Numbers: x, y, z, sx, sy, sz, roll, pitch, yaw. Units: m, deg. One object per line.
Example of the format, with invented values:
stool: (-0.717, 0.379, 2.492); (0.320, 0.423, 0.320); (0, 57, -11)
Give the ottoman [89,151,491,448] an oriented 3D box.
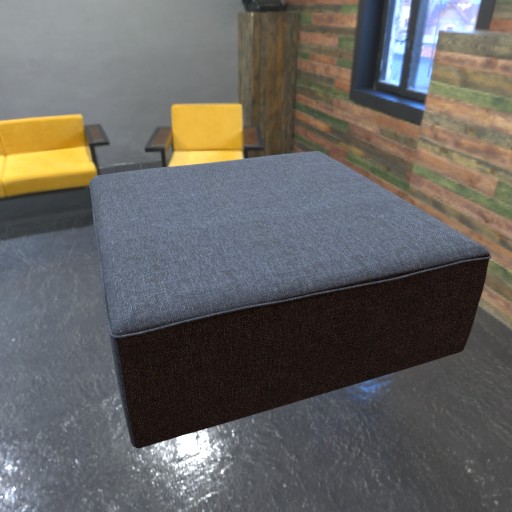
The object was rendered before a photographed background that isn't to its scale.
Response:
ottoman: (0.000, 0.000, 1.527); (1.023, 0.423, 1.017); (-10, 31, -17)
